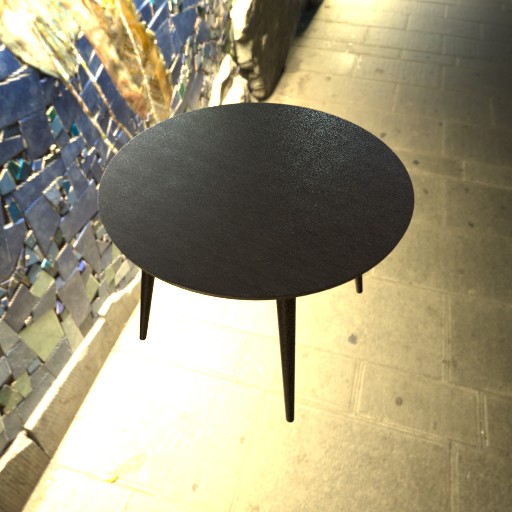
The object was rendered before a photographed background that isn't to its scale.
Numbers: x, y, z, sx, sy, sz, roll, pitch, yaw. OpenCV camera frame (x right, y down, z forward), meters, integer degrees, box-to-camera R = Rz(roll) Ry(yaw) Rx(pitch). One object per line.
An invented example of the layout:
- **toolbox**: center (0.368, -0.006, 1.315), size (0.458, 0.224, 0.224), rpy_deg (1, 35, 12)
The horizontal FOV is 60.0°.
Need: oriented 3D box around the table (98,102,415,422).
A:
- **table**: center (0.000, 0.000, 1.800), size (1.053, 0.786, 1.053), rpy_deg (0, 46, 0)
